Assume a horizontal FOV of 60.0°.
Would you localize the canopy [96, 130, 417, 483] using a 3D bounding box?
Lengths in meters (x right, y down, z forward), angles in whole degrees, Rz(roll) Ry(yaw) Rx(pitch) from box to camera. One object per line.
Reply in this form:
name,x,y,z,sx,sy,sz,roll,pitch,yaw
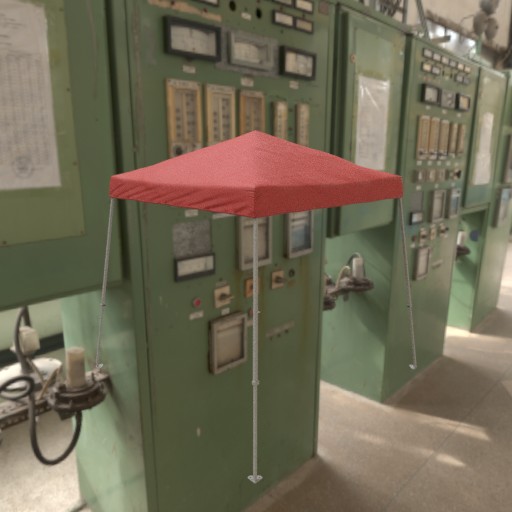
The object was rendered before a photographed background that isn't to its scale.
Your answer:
canopy,0.000,0.000,6.605,3.599,3.600,3.600,-13,18,-43
